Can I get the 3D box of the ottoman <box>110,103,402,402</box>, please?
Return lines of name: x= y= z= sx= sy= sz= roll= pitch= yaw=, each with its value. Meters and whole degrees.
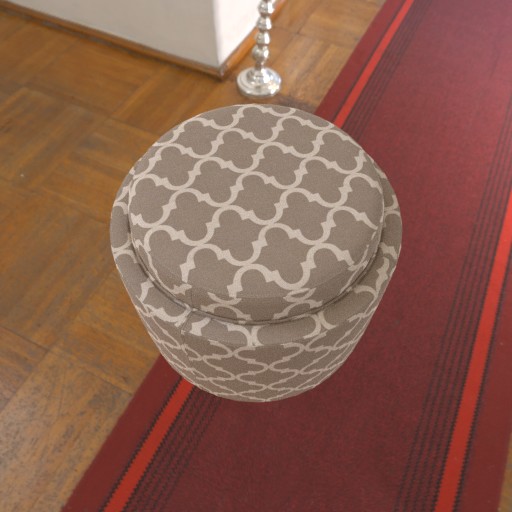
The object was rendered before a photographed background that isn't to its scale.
ottoman: x=0.000 y=0.000 z=0.844 sx=0.480 sy=0.429 sz=0.480 roll=0 pitch=58 yaw=0
